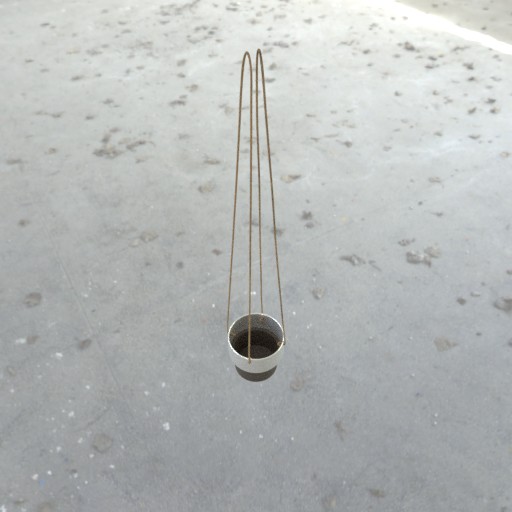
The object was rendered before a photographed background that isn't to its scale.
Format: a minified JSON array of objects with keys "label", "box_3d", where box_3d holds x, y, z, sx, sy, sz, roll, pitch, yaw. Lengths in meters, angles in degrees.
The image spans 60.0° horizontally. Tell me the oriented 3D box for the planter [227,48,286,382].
[{"label":"planter","box_3d":[0.000,0.000,1.193,0.187,1.073,0.187,-24,50,-22]}]
